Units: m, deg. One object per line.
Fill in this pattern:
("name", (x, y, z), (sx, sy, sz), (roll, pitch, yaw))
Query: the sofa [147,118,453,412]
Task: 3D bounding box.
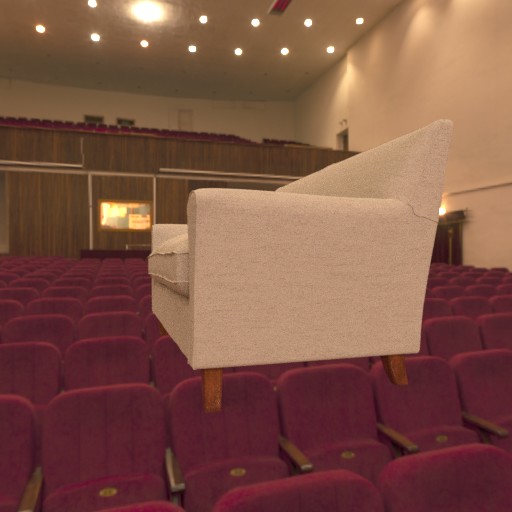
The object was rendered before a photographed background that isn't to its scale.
("sofa", (0.000, 0.000, 2.005), (0.891, 0.892, 1.482), (0, 0, -18))
